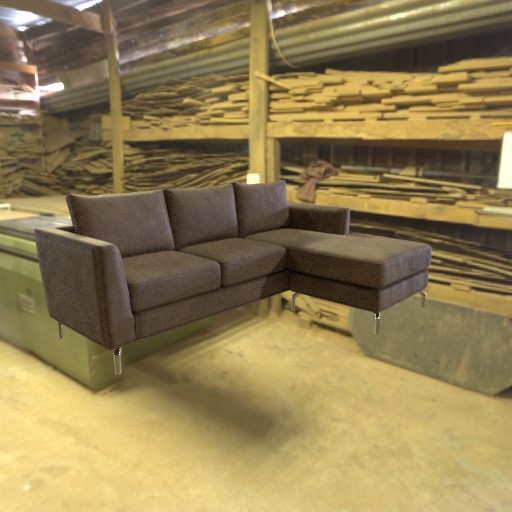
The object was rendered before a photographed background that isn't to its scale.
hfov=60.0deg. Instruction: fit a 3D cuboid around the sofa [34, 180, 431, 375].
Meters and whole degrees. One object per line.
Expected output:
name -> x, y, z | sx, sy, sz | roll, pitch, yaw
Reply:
sofa -> 0.000, 0.000, 3.206 | 1.622, 0.987, 2.438 | 11, 17, 42
